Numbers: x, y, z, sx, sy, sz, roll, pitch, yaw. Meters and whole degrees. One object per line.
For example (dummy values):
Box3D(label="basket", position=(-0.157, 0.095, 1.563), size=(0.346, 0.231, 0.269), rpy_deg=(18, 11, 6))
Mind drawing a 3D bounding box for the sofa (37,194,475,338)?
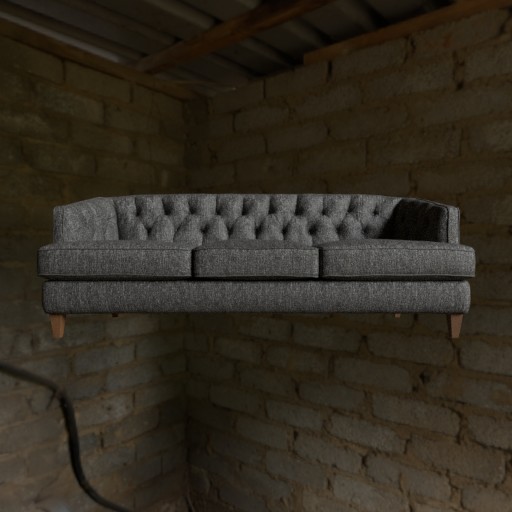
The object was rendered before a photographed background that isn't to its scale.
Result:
Box3D(label="sofa", position=(0.000, 0.000, 2.705), size=(2.278, 0.855, 0.941), rpy_deg=(0, 1, 0))
